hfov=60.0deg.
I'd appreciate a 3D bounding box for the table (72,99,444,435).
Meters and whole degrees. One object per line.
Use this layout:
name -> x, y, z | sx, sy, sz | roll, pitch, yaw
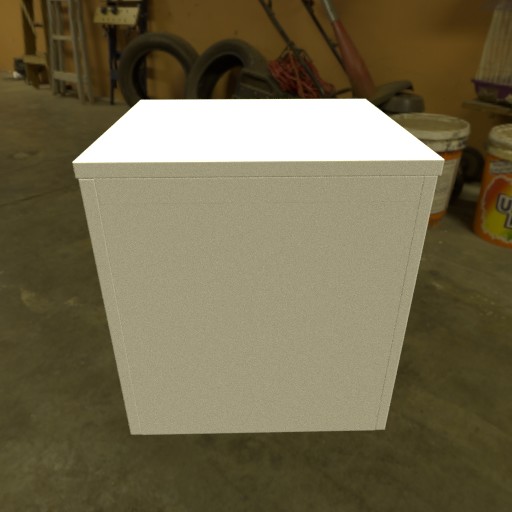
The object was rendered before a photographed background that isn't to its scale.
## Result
table -> 0.000, 0.000, 0.778 | 0.420, 0.460, 0.380 | -1, 29, -1
